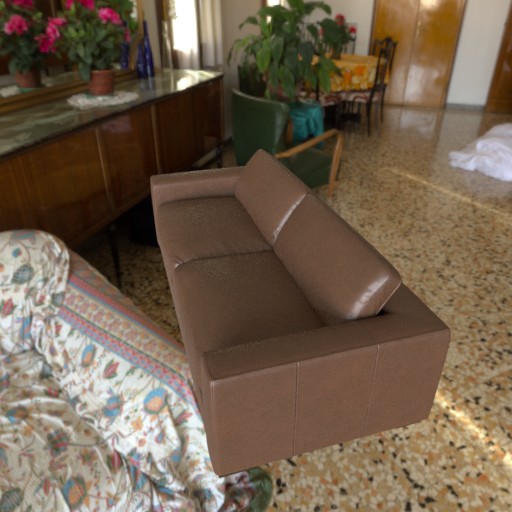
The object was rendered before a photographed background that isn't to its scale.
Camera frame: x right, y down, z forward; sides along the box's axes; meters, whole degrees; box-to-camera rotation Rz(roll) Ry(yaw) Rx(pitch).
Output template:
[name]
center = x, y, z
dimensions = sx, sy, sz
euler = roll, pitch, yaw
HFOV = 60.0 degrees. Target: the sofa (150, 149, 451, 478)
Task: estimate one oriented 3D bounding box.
[sofa]
center = 0.000, 0.000, 2.725
dimensions = 1.070, 0.801, 2.262
euler = -9, 31, -15
